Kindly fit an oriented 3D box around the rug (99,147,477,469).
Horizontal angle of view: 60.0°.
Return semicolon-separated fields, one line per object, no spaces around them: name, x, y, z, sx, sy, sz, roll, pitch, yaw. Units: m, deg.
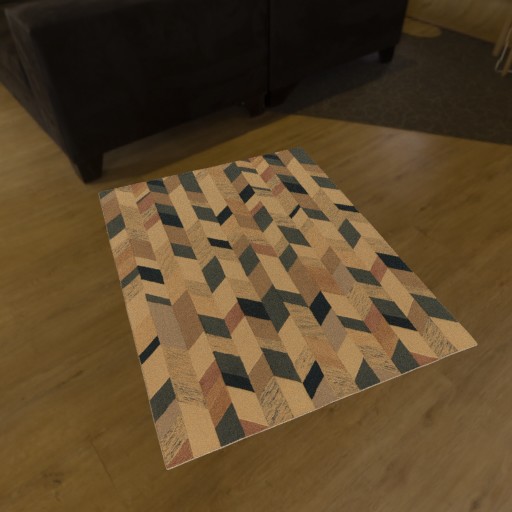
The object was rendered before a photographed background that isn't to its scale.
rug;0.000;0.000;4.090;2.451;0.011;3.072;-16;47;-15
